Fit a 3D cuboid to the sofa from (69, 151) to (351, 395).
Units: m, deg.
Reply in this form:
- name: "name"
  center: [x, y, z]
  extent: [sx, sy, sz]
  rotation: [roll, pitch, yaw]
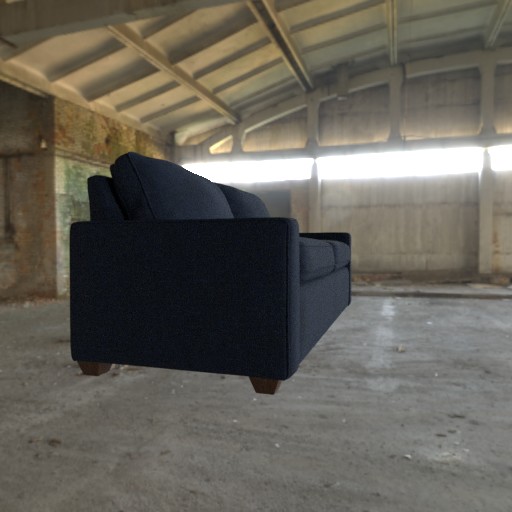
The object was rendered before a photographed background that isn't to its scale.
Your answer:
- name: "sofa"
  center: [0.000, 0.000, 2.576]
  extent: [0.940, 0.919, 2.080]
  rotation: [0, 1, 18]
